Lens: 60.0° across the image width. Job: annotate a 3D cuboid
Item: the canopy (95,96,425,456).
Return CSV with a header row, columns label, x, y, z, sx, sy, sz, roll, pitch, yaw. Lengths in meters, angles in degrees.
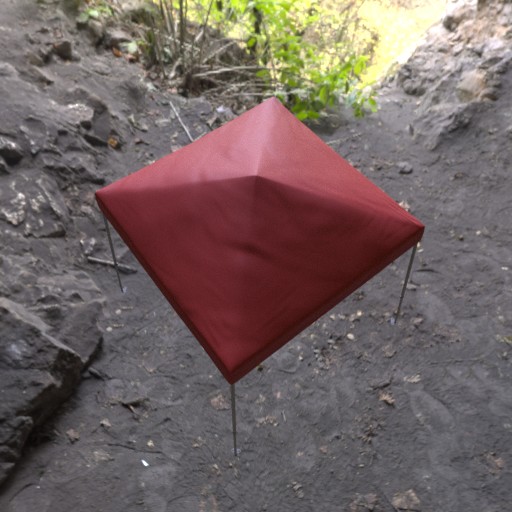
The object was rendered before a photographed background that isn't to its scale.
label,x,y,z,sx,sy,sz,roll,pitch,yaw
canopy,0.000,0.000,5.180,2.848,2.849,2.849,-34,65,-18
